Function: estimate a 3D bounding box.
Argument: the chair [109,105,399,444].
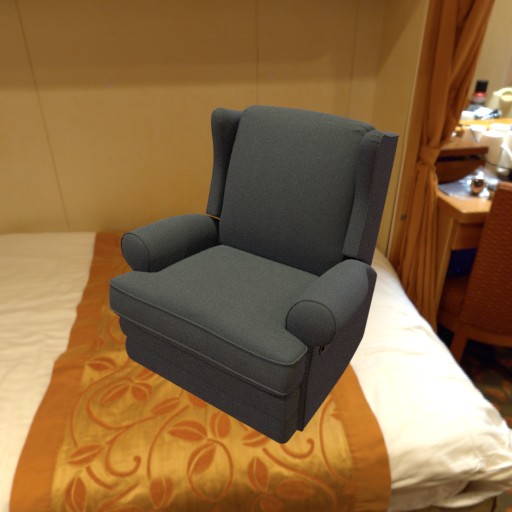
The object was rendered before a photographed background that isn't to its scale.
[{"bbox_3d":[0.000,0.000,1.779,0.971,1.020,0.877,19,35,29],"label":"chair"}]
